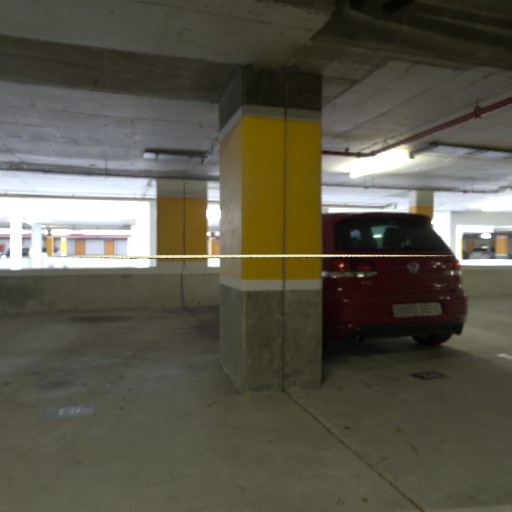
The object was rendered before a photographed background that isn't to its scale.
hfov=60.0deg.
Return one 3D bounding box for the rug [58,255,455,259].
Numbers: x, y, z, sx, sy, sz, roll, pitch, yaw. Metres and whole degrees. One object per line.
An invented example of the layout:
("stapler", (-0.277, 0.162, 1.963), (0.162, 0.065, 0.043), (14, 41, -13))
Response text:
("rug", (0.000, 0.000, 2.301), (1.750, 0.004, 1.177), (0, 1, -35))
